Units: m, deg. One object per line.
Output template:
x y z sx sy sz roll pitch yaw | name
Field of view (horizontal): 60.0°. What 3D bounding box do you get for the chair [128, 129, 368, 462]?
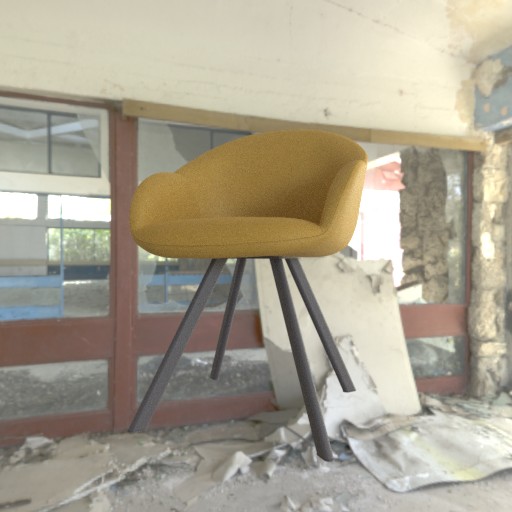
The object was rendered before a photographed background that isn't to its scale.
0.000 0.000 1.149 0.551 0.793 0.583 0 0 18 | chair
